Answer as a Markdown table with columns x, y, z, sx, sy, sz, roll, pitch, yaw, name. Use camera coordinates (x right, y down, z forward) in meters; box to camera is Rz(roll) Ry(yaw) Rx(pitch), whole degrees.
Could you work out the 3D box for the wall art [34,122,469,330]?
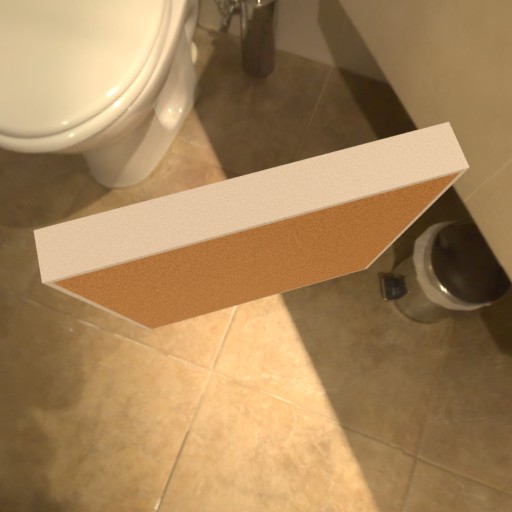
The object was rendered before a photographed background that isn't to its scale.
| x | y | z | sx | sy | sz | roll | pitch | yaw | name |
| --- | --- | --- | --- | --- | --- | --- | --- | --- | --- |
| 0.000 | 0.000 | 0.456 | 0.305 | 0.304 | 0.038 | -15 | 75 | -4 | wall art |
